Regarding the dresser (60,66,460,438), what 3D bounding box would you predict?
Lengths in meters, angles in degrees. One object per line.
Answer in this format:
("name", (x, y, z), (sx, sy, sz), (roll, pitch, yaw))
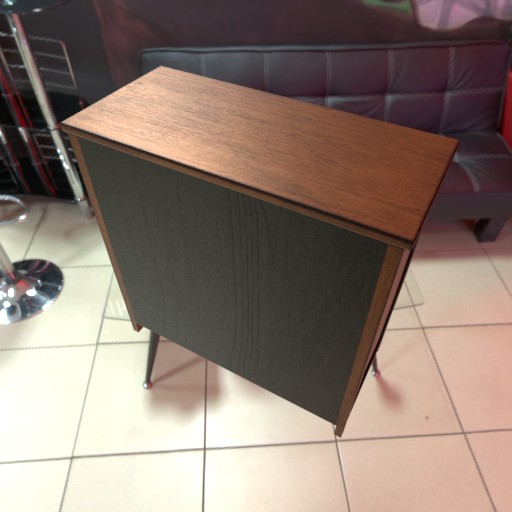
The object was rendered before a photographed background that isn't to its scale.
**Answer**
("dresser", (0.000, 0.000, 1.949), (1.250, 1.224, 0.591), (22, 49, 20))
